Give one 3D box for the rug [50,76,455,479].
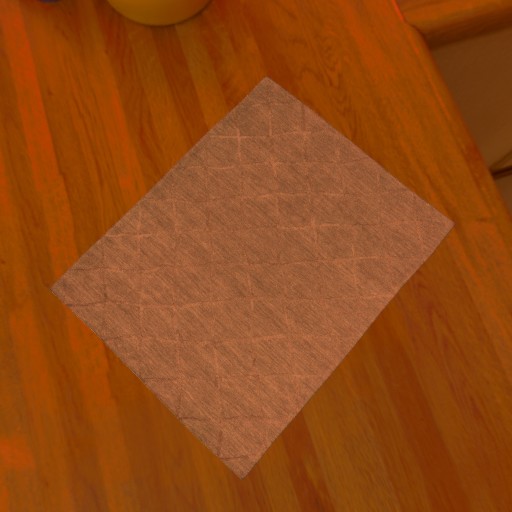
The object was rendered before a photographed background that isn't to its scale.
[{"bbox_3d":[0.000,0.000,4.163,2.438,0.013,3.048,41,80,9],"label":"rug"}]
